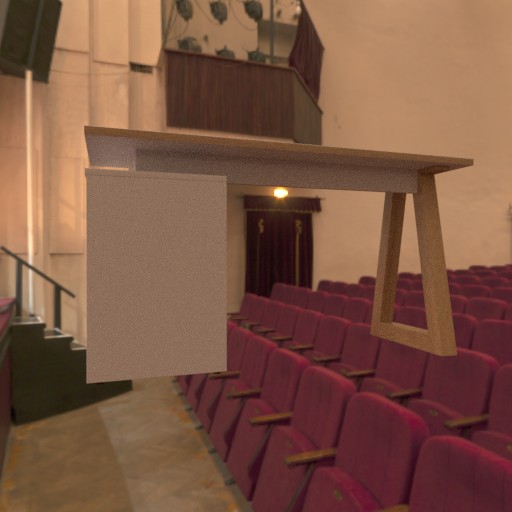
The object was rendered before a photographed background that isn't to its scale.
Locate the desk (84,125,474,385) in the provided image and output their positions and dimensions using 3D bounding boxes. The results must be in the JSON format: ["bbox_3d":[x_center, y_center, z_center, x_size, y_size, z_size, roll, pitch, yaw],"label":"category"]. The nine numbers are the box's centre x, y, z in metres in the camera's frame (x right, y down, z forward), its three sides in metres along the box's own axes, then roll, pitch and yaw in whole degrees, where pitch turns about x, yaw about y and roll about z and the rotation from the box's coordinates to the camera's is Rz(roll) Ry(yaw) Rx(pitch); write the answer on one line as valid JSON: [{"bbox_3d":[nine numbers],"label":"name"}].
[{"bbox_3d":[0.000,0.000,2.009,1.404,0.755,1.098,0,0,-19],"label":"desk"}]
